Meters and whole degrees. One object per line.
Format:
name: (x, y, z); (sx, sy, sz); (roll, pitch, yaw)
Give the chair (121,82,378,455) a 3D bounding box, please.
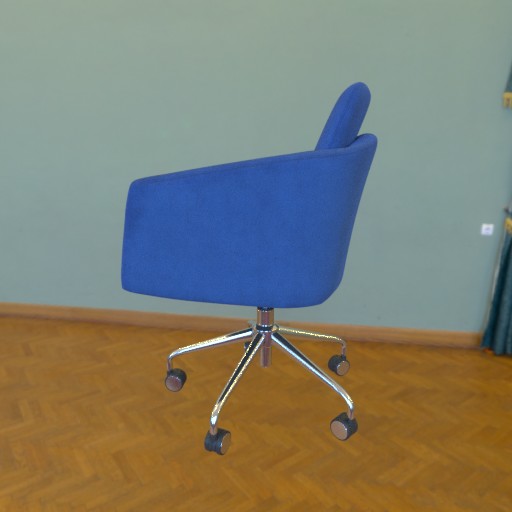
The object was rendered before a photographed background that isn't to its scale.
chair: (0.000, 0.000, 1.296); (0.635, 0.908, 0.641); (2, 15, 8)
